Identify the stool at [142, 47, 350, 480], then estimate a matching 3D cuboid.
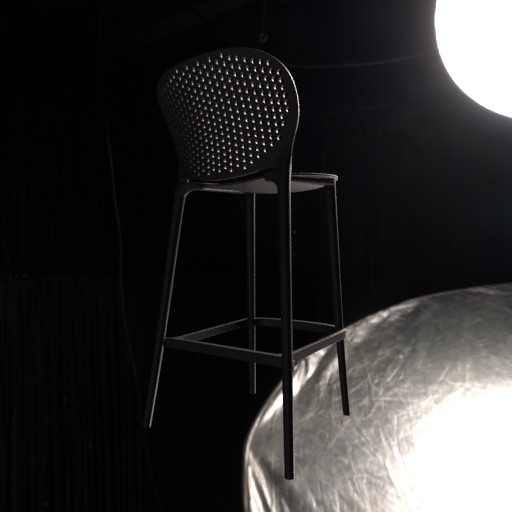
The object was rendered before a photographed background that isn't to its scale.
[{"bbox_3d":[0.000,0.000,1.366,0.536,1.045,0.535,0,1,36],"label":"stool"}]
